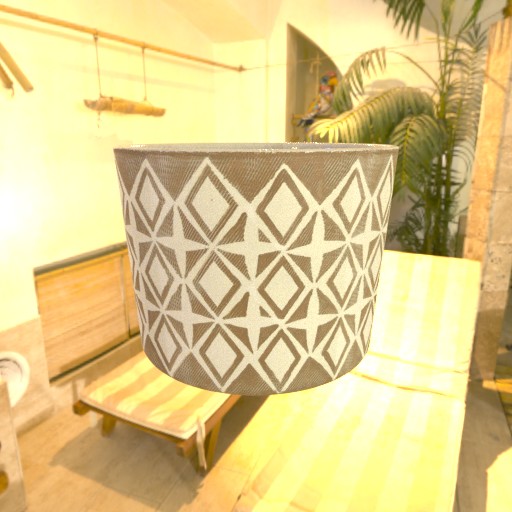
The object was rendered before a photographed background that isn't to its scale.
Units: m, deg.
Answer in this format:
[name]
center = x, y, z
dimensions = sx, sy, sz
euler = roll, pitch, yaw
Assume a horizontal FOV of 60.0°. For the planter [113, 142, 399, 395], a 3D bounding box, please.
[planter]
center = 0.000, 0.000, 0.451
dimensions = 0.260, 0.220, 0.260
euler = 0, 15, 0
